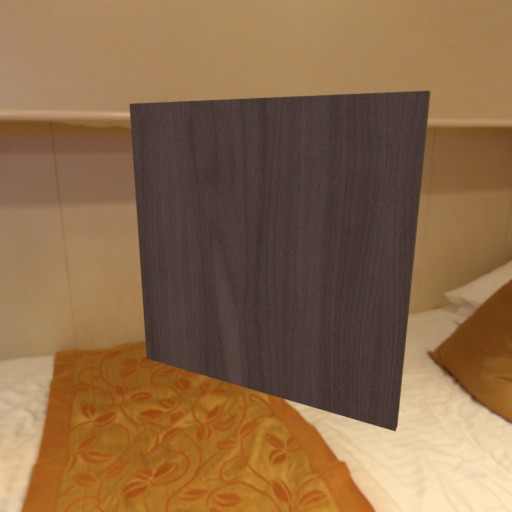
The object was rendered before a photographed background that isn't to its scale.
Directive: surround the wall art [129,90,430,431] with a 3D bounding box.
[{"bbox_3d":[0.000,0.000,0.755,0.508,0.507,0.016,8,17,27],"label":"wall art"}]
